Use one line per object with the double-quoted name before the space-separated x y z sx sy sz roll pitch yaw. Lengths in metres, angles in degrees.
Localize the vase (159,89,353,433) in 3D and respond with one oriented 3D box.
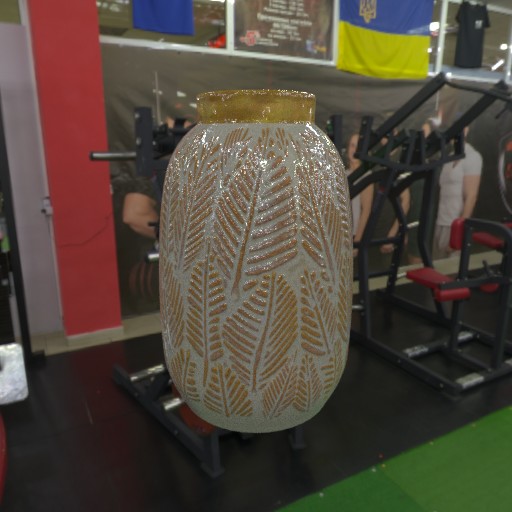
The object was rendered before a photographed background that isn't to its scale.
"vase" 0.000 0.000 0.395 0.172 0.270 0.172 0 15 0
